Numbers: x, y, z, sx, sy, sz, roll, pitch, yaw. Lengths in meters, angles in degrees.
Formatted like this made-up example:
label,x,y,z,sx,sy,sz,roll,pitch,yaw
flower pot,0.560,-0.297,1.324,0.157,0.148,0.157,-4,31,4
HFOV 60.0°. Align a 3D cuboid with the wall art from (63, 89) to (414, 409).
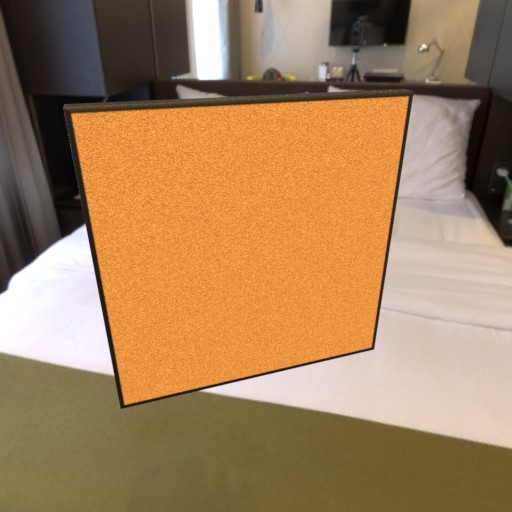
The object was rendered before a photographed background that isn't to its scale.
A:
label,x,y,z,sx,sy,sz,roll,pitch,yaw
wall art,0.000,0.000,1.125,0.769,0.766,0.042,-9,28,-16
